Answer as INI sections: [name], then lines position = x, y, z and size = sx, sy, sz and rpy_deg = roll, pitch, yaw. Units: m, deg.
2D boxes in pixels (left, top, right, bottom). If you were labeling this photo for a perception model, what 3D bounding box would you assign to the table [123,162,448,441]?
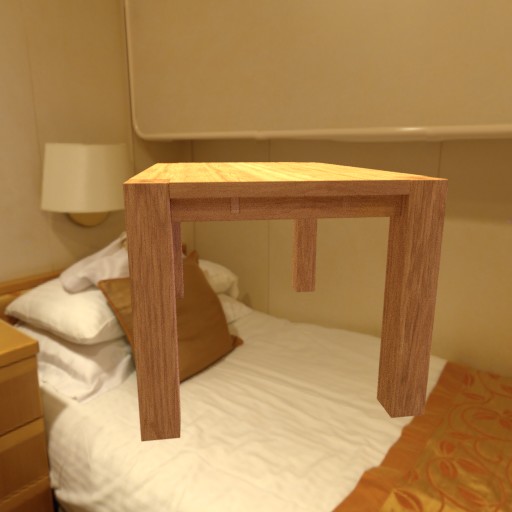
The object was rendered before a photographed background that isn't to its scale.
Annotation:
[table]
position = 0.000, 0.000, 1.958
size = 0.900, 0.760, 1.400
rpy_deg = -2, 14, -8
